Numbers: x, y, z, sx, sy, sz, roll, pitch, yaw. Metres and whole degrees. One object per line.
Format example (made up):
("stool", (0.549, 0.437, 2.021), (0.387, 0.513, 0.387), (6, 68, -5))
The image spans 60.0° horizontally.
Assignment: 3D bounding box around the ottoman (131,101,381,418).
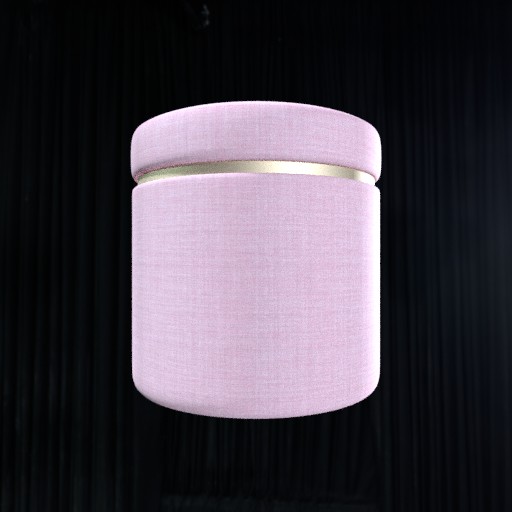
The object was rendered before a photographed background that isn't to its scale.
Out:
("ottoman", (0.000, 0.000, 0.737), (0.400, 0.406, 0.400), (0, 0, 0))
